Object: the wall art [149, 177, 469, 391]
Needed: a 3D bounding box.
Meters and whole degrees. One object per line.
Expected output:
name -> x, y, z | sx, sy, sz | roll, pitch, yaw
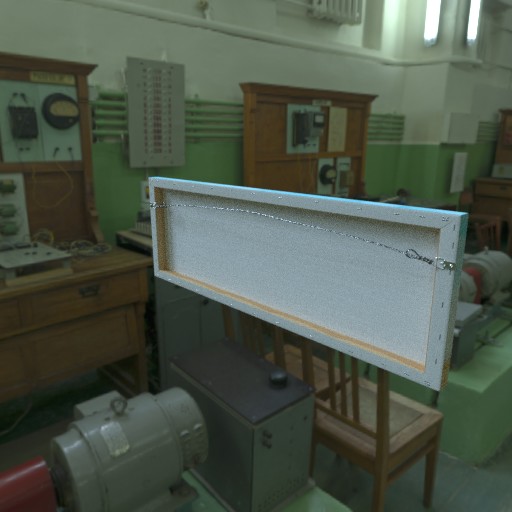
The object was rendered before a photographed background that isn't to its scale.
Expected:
wall art -> 0.000, 0.000, 0.858 | 0.044, 0.254, 0.759 | -14, 20, -42
